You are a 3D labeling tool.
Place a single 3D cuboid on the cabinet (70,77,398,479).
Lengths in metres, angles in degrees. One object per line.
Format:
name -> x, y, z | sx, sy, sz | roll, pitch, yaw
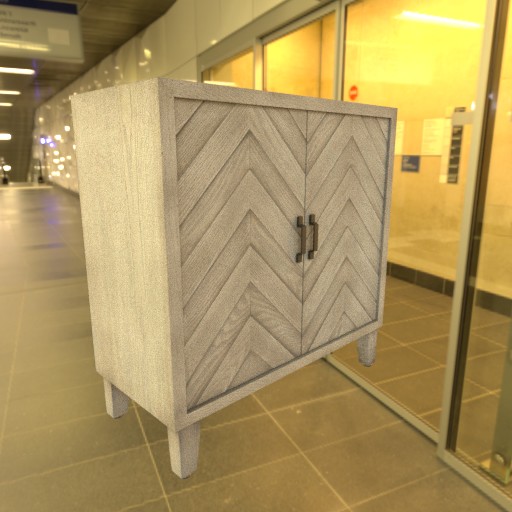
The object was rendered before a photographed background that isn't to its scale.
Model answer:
cabinet -> 0.000, 0.000, 1.197 | 0.781, 0.787, 0.370 | -13, 18, -43
